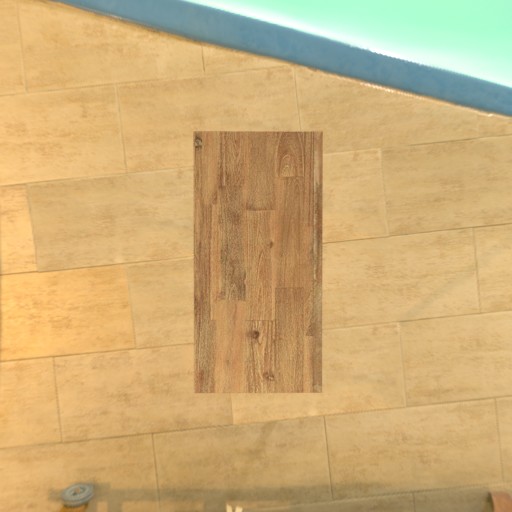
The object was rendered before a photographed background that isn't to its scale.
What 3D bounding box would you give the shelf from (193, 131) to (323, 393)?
[{"bbox_3d":[0.000,0.000,1.502,0.267,1.342,0.491,0,91,0],"label":"shelf"}]
